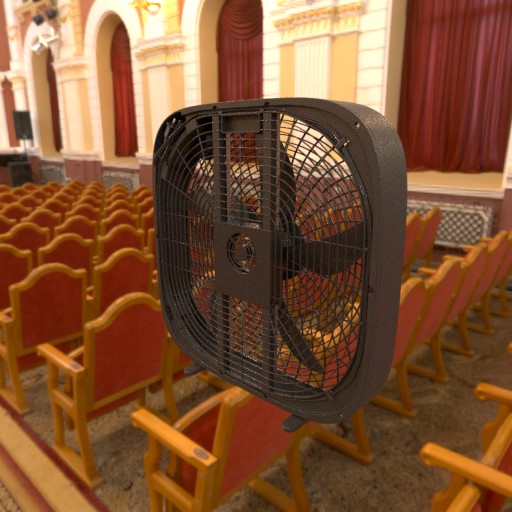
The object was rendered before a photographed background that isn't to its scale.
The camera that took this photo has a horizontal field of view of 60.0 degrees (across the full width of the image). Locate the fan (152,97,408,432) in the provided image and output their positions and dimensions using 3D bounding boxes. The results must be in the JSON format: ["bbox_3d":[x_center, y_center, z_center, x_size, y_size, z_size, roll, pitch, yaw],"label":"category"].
[{"bbox_3d":[0.000,0.000,0.810,0.526,0.533,0.142,13,20,42],"label":"fan"}]
